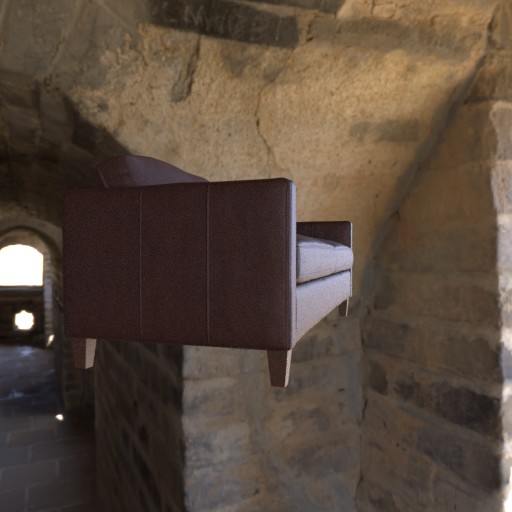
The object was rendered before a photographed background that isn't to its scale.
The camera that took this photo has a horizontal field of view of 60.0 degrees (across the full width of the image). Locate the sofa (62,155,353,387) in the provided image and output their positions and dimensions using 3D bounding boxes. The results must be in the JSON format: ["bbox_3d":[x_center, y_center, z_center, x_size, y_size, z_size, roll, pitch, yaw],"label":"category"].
[{"bbox_3d":[0.000,0.000,2.451,0.923,0.863,1.971,0,0,18],"label":"sofa"}]
